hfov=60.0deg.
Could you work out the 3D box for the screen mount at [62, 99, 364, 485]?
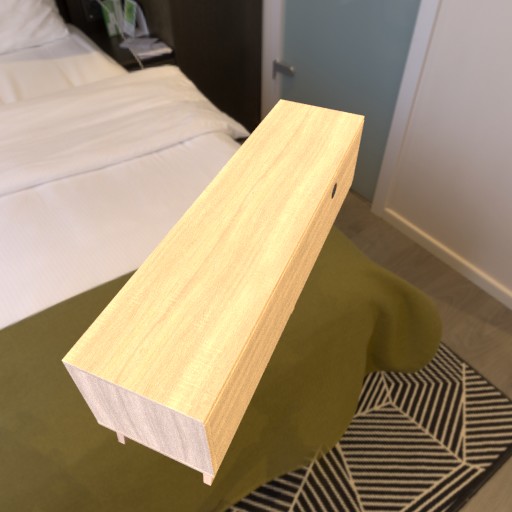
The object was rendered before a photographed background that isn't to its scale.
[{"bbox_3d":[0.000,0.000,1.702,0.401,0.509,1.500,17,48,16],"label":"screen mount"}]
